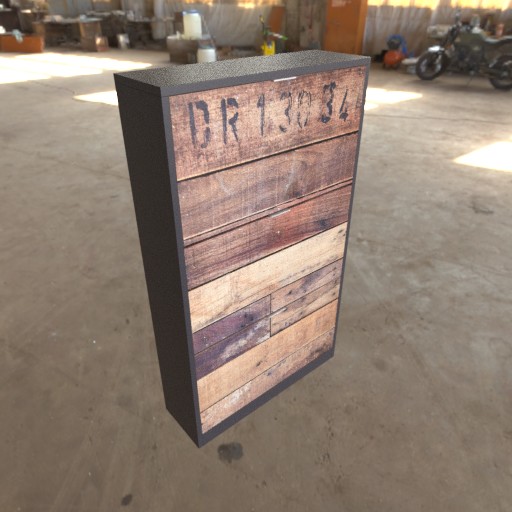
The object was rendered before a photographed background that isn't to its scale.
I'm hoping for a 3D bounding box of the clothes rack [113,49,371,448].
[{"bbox_3d":[0.000,0.000,1.597,0.750,1.280,0.250,-24,39,-33],"label":"clothes rack"}]
